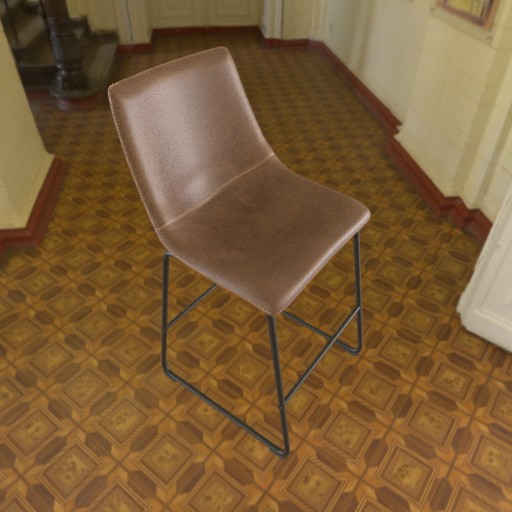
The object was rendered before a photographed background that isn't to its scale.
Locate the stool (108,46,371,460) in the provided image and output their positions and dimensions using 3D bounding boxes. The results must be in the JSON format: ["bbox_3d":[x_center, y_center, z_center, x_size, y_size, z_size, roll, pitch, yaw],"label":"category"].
[{"bbox_3d":[0.000,0.000,1.182,0.550,0.890,0.460,26,47,27],"label":"stool"}]
